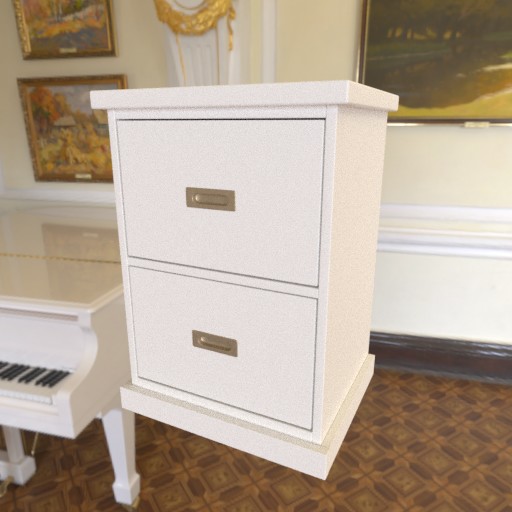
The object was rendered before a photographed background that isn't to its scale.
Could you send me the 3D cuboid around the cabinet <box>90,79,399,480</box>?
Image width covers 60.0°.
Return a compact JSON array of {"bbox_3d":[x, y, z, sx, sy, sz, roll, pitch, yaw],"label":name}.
[{"bbox_3d":[0.000,0.000,1.047,0.520,0.723,0.431,8,18,25],"label":"cabinet"}]
